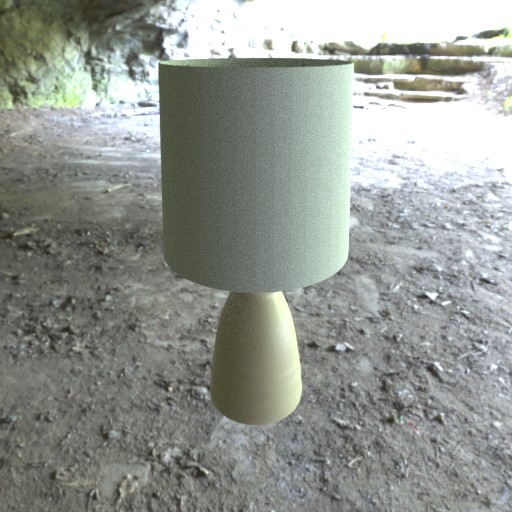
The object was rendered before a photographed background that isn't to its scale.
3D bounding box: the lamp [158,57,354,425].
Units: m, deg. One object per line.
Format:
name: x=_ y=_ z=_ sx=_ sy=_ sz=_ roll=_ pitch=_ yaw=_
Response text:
lamp: x=0.000 y=0.000 z=0.460 sx=0.186 sy=0.369 sz=0.186 roll=0 pitch=26 yaw=0
